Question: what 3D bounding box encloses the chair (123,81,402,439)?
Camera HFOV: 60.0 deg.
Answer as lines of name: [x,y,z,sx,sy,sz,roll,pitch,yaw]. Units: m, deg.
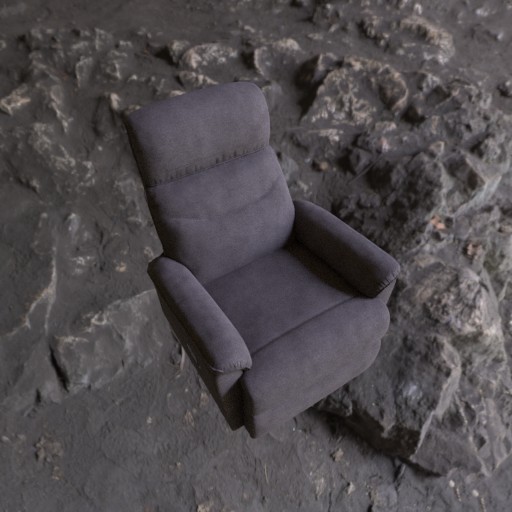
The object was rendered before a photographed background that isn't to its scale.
chair: [0.000,0.000,1.803,0.830,1.036,1.009,-25,50,-22]
